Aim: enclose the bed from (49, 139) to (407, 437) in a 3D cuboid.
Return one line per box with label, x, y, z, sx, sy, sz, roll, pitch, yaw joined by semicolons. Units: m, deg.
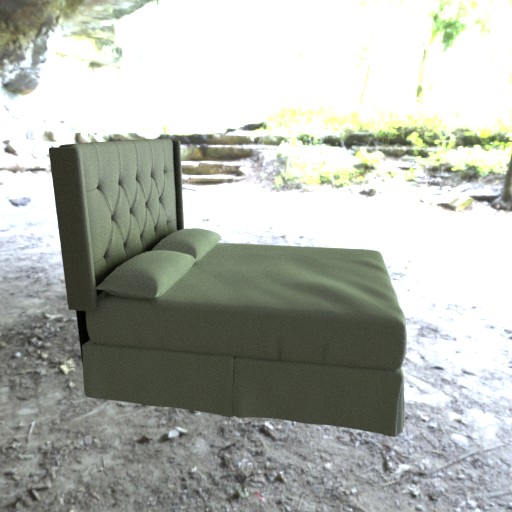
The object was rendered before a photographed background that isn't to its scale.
bed;0.000;0.000;3.308;2.066;1.665;1.719;3;16;10
